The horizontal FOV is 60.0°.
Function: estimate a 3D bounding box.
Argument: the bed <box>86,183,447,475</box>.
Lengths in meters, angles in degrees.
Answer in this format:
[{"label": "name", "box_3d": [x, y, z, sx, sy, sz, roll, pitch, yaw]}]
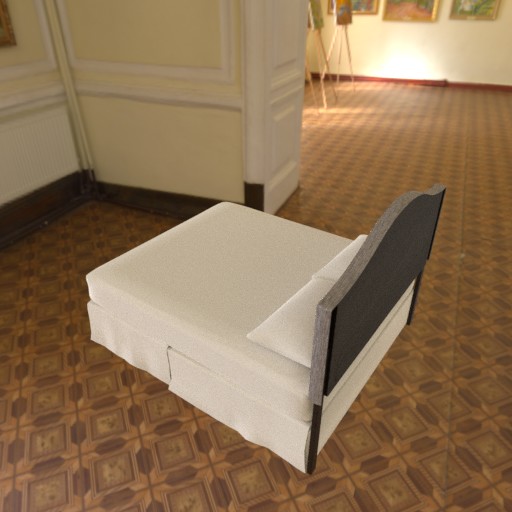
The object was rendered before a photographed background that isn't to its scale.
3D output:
[{"label": "bed", "box_3d": [0.000, 0.000, 2.991, 1.870, 1.295, 1.610, 21, 37, 30]}]
